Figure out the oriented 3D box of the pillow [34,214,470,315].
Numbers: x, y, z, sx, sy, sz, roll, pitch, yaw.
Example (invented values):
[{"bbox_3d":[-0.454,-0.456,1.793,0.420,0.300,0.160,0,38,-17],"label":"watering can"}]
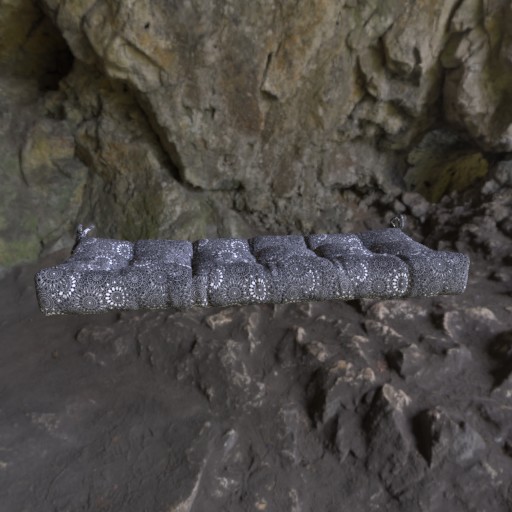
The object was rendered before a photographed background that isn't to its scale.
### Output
[{"bbox_3d":[0.000,0.000,1.360,1.194,0.174,0.511,-2,15,-8],"label":"pillow"}]
